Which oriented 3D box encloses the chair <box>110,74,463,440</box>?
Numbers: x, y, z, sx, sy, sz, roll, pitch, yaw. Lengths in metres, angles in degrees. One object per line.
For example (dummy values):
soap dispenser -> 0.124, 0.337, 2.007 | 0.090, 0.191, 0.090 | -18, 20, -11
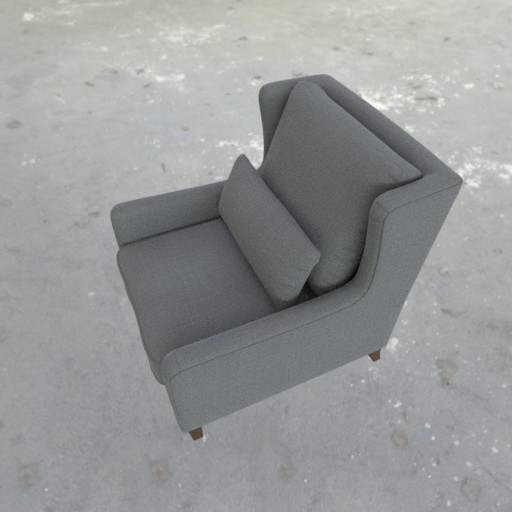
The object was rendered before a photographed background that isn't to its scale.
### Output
chair -> 0.000, 0.000, 1.785 | 1.040, 1.056, 0.866 | -18, 49, -17
